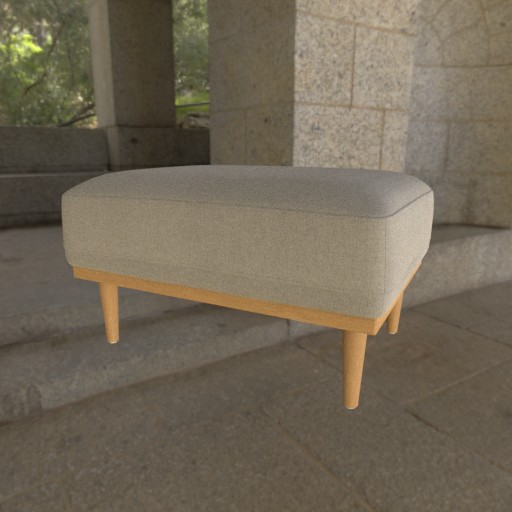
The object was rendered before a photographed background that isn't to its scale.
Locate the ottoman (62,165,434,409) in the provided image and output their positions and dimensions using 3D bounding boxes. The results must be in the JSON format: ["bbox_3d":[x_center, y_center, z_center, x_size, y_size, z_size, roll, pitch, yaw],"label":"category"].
[{"bbox_3d":[0.000,0.000,1.091,0.749,0.428,0.549,7,16,27],"label":"ottoman"}]
